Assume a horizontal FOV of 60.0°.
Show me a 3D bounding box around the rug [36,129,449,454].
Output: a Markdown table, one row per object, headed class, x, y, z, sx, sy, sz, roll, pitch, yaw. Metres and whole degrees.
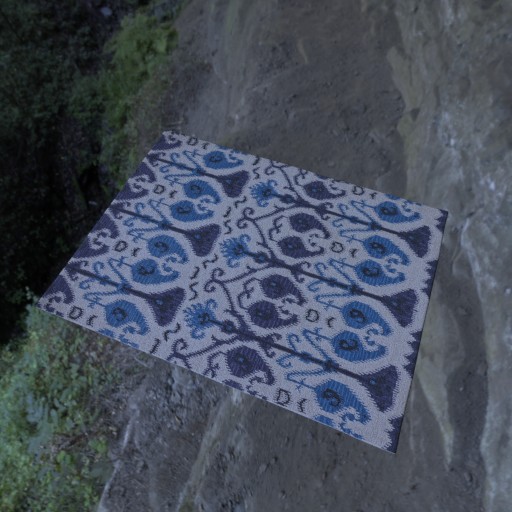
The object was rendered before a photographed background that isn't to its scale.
| class | x | y | z | sx | sy | sz | roll | pitch | yaw |
| --- | --- | --- | --- | --- | --- | --- | --- | --- | --- |
| rug | 0.000 | 0.000 | 4.199 | 3.228 | 0.024 | 2.443 | 19 | 60 | 11 |
